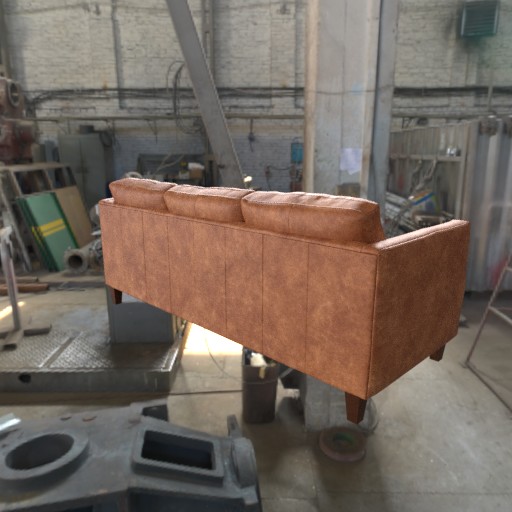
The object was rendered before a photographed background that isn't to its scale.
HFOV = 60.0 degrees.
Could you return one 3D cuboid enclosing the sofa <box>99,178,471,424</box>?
[{"bbox_3d":[0.000,0.000,3.017,1.045,1.006,2.464,-13,19,-43],"label":"sofa"}]
